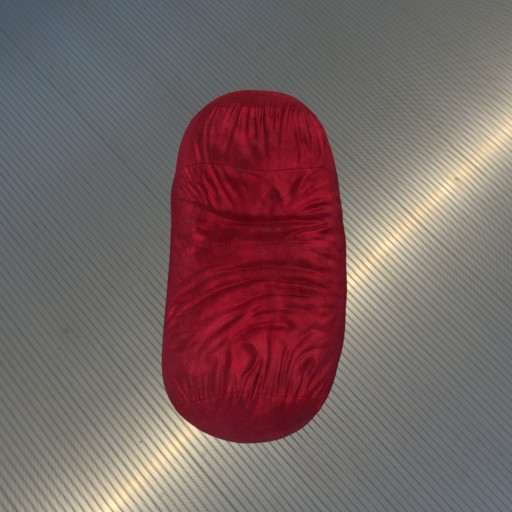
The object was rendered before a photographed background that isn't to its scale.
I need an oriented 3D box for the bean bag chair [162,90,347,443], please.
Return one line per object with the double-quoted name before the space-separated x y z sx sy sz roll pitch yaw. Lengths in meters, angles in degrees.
"bean bag chair" 0.000 0.000 2.907 1.216 0.867 2.293 2 76 0
